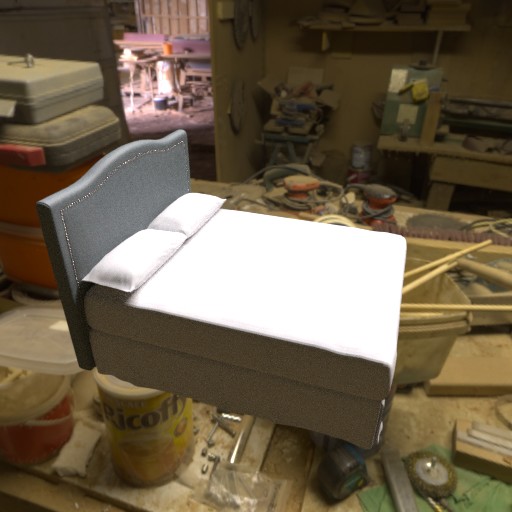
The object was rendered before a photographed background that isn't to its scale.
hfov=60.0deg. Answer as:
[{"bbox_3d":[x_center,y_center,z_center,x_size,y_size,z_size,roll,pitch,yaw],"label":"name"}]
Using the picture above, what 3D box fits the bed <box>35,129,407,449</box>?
[{"bbox_3d":[0.000,0.000,3.288,2.143,1.460,1.753,10,32,16],"label":"bed"}]
